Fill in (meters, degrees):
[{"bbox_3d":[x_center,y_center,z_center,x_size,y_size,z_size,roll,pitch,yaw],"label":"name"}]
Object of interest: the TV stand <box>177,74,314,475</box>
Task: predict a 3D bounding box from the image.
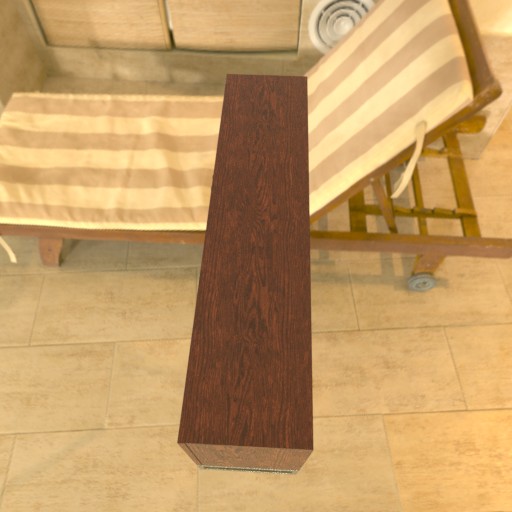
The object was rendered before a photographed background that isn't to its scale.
[{"bbox_3d":[0.000,0.000,1.815,0.382,0.578,1.541,2,58,2],"label":"TV stand"}]
